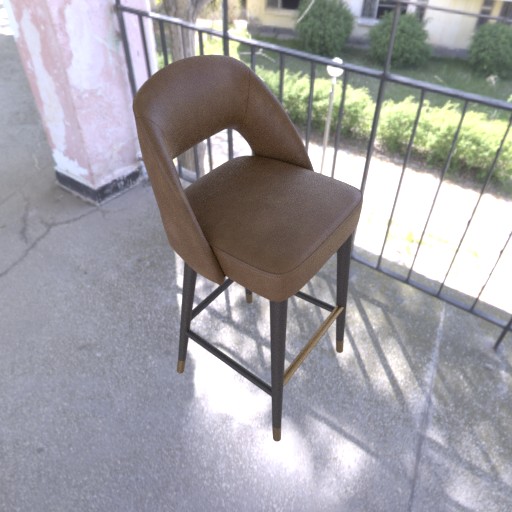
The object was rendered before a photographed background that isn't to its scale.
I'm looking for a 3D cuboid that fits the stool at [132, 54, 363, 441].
[{"bbox_3d":[0.000,0.000,1.335,0.509,1.037,0.494,26,48,26],"label":"stool"}]
